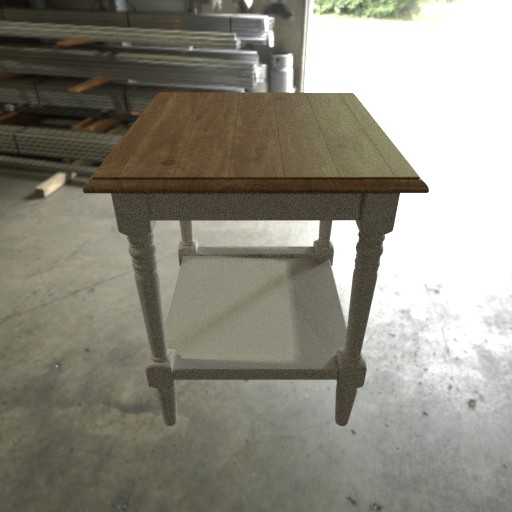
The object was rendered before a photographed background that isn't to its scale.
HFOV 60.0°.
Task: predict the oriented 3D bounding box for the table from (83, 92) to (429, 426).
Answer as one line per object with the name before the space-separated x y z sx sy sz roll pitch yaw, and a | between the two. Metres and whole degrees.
table | 0.000 0.000 0.943 0.457 0.561 0.508 0 33 0
